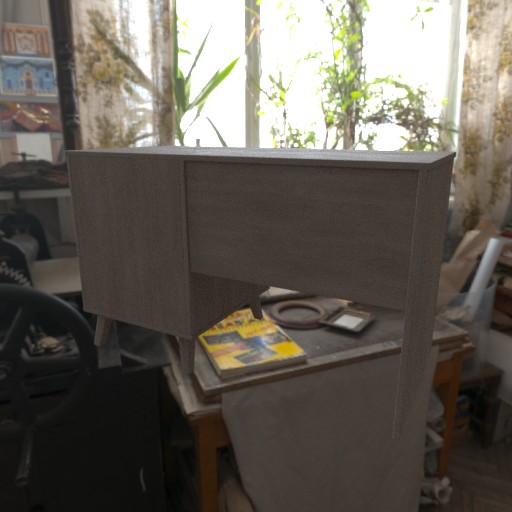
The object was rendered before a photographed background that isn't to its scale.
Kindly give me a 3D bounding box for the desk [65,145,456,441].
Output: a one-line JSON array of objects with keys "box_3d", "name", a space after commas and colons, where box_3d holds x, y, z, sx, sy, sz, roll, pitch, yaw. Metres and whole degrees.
[{"box_3d": [0.000, 0.000, 1.672, 1.251, 0.770, 0.600, 9, 18, 27], "name": "desk"}]
